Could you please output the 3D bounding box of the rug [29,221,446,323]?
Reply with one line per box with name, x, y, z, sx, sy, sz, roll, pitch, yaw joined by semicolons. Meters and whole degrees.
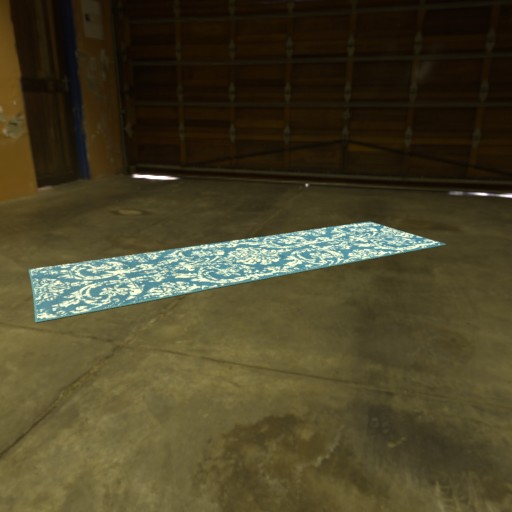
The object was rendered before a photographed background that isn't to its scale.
rug;0.000;0.000;2.405;2.196;0.011;0.662;-9;20;-27
